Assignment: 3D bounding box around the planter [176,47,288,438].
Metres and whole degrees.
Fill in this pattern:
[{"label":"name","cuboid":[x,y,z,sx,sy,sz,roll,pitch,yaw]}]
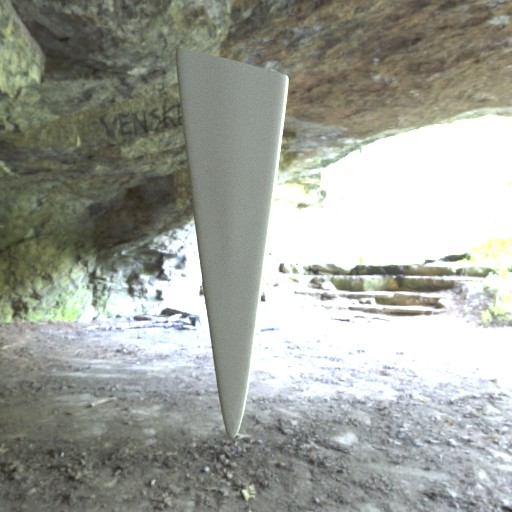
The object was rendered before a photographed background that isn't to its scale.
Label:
[{"label":"planter","cuboid":[0.000,0.000,0.399,0.065,0.338,0.143,0,-1,35]}]
